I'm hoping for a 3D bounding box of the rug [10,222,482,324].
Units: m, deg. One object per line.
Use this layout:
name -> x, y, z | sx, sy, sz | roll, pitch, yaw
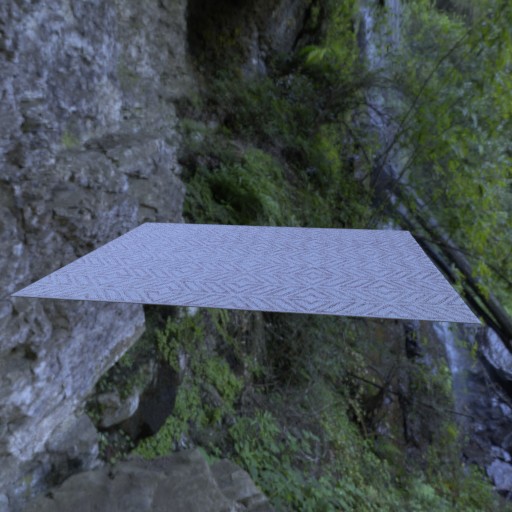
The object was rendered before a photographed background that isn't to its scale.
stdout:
rug -> 0.000, 0.000, 3.963 | 3.045, 0.008, 2.421 | 2, 17, 8
